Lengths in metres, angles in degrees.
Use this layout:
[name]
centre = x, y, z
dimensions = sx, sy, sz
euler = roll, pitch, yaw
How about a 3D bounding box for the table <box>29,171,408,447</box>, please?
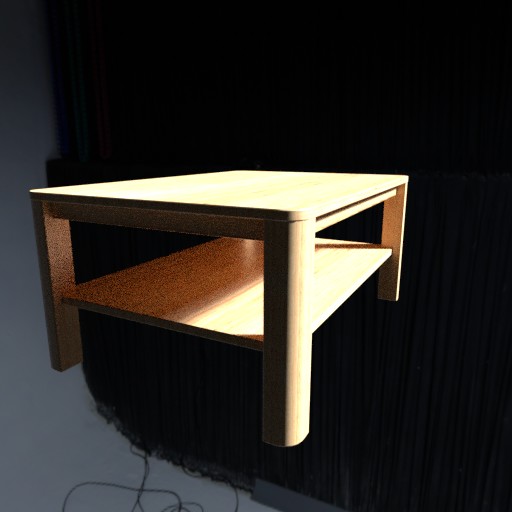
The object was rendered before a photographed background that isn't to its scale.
[table]
centre = 0.000, 0.000, 1.342
dimensions = 0.696, 0.445, 0.997
euler = 7, 16, 27
